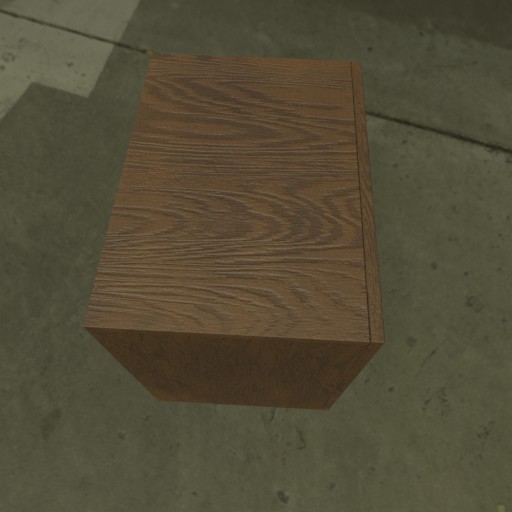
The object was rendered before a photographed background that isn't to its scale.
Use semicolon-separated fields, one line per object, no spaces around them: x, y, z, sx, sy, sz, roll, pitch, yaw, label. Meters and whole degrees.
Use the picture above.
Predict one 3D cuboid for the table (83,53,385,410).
0.000;0.000;0.982;0.439;0.585;0.560;3;62;2;table
